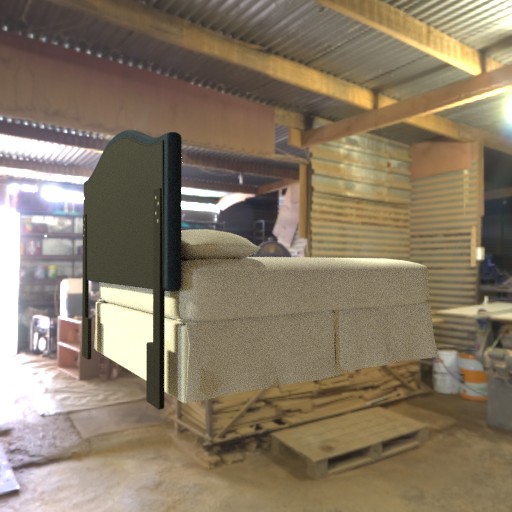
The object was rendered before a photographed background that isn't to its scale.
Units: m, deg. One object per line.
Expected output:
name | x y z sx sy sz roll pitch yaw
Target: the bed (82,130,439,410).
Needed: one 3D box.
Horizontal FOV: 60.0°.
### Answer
bed | 0.000 0.000 3.358 2.153 1.518 1.713 1 -1 -35
